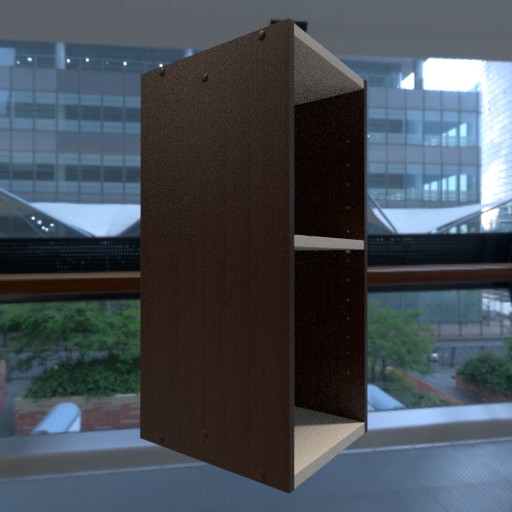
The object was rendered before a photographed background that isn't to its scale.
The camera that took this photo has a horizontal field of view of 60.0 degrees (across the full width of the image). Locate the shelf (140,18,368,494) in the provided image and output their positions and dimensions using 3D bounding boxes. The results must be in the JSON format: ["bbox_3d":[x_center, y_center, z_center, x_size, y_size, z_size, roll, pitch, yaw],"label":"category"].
[{"bbox_3d":[0.000,0.000,0.745,0.290,0.600,0.253,0,0,37],"label":"shelf"}]
